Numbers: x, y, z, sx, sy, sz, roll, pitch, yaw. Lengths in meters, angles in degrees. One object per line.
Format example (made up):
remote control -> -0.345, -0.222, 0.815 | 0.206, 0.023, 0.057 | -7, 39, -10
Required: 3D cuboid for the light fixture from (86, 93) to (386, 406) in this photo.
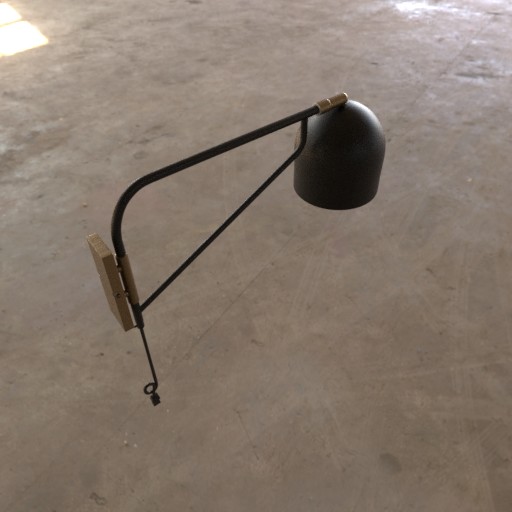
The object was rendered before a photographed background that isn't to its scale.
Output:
light fixture -> 0.000, 0.000, 1.092 | 0.720, 0.696, 0.215 | -27, 49, -26
